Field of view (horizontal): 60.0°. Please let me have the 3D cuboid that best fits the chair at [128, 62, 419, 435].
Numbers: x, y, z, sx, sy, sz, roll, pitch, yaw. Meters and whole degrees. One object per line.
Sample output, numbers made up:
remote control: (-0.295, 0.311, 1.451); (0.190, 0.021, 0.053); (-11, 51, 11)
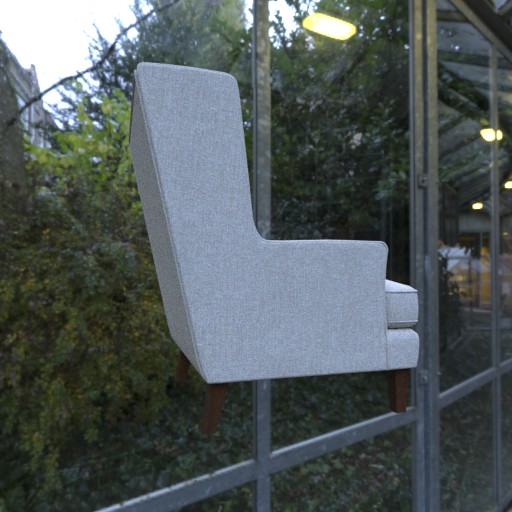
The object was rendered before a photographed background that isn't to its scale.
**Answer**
chair: (0.000, 0.000, 1.726); (0.948, 1.082, 0.764); (1, -2, -17)
